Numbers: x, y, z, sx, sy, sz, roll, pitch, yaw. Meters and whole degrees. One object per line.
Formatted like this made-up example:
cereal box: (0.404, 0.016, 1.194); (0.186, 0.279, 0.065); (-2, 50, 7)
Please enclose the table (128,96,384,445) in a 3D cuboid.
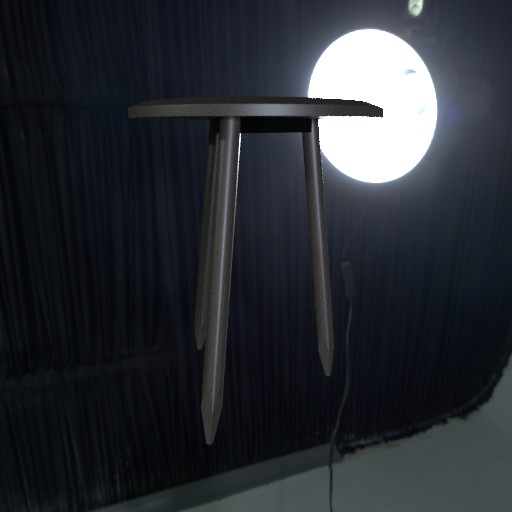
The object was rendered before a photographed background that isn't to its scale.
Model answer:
table: (0.000, 0.000, 0.899); (0.457, 0.585, 0.457); (0, 16, 0)
